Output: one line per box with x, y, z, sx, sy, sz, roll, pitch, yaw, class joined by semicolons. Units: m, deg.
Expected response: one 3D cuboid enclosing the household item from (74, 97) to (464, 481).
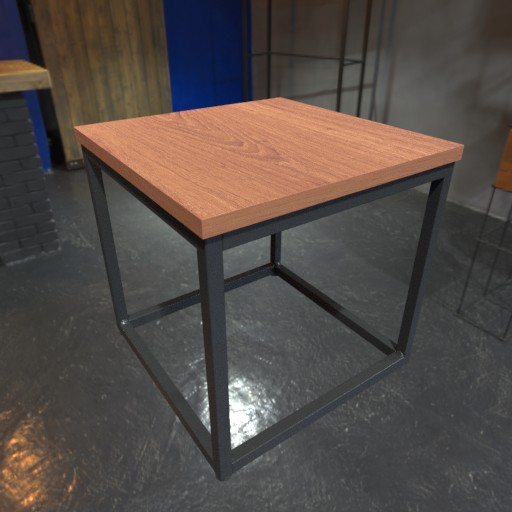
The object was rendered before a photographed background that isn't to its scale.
0.000;0.000;0.735;0.400;0.400;0.400;-20;36;-30;household item
